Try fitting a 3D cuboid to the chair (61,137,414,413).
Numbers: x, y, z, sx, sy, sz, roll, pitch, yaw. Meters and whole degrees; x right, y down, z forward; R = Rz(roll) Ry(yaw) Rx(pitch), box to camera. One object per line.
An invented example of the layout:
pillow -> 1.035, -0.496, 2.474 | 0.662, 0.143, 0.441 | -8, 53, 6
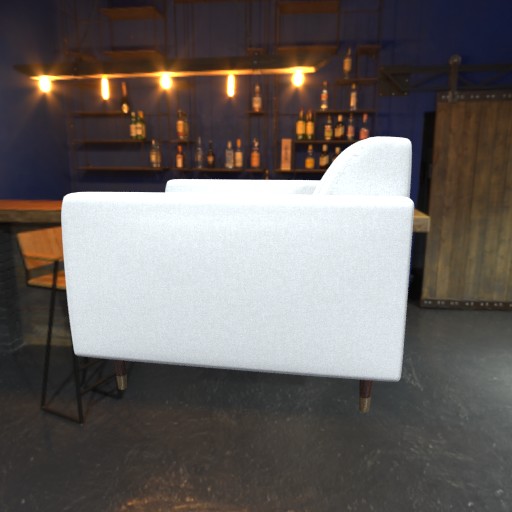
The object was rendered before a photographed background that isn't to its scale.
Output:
chair -> 0.000, 0.000, 1.640 | 0.998, 0.819, 0.953 | 2, 13, 10
